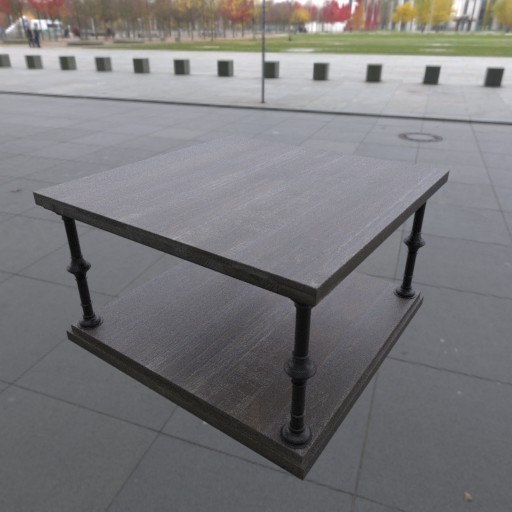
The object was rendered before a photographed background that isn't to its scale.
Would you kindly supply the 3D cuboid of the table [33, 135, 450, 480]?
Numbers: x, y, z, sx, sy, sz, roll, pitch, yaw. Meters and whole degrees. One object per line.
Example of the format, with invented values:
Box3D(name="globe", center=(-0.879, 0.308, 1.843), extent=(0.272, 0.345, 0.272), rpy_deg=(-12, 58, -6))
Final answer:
Box3D(name="table", center=(0.000, 0.000, 1.128), extent=(0.696, 0.400, 0.696), rpy_deg=(18, 32, 31))
